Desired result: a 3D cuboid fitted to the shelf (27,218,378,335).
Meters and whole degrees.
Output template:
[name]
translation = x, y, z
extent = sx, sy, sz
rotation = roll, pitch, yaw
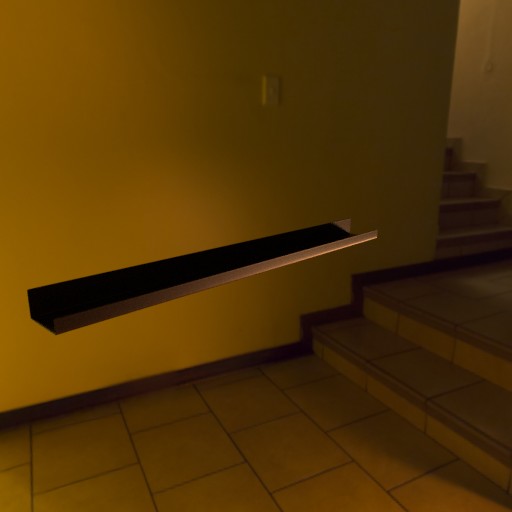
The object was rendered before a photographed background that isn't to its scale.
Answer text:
[shelf]
translation = 0.000, 0.000, 0.978
extent = 0.092, 0.049, 0.924
rotation = 13, 19, 42
